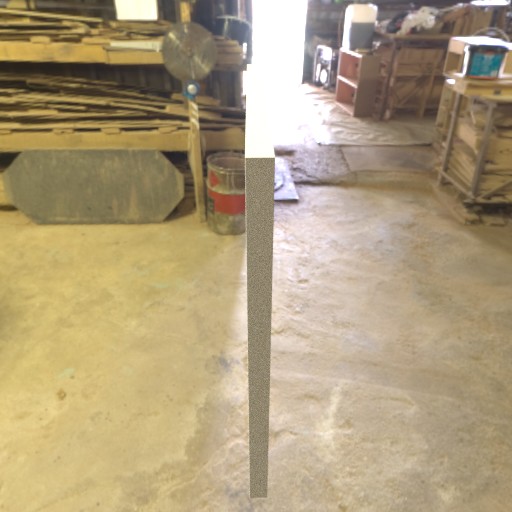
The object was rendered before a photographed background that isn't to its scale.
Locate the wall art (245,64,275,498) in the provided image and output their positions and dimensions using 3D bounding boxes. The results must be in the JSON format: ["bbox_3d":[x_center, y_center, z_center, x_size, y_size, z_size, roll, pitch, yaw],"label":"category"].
[{"bbox_3d":[0.000,0.000,1.086,0.038,0.761,0.763,0,32,-1],"label":"wall art"}]
